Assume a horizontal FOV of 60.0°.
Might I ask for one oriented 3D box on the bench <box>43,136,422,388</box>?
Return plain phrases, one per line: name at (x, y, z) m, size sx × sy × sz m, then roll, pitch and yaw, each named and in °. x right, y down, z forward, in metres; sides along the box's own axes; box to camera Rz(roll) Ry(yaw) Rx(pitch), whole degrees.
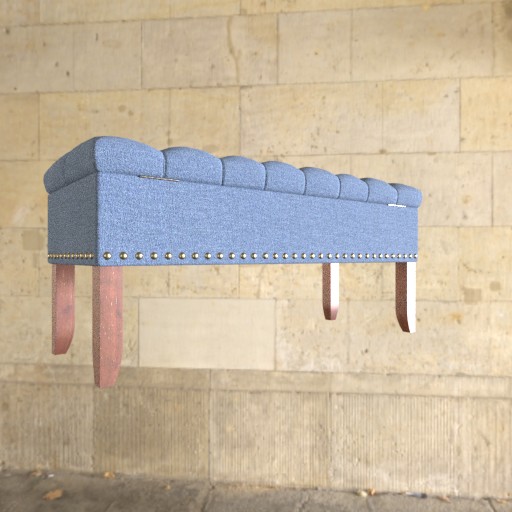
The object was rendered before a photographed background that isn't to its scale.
bench at (0.000, 0.000, 1.278) m, size 1.052 × 0.492 × 0.417 m, roll 0°, pitch 0°, yaw -37°
